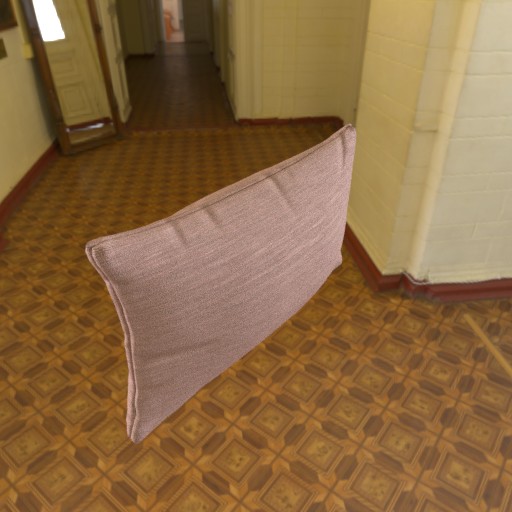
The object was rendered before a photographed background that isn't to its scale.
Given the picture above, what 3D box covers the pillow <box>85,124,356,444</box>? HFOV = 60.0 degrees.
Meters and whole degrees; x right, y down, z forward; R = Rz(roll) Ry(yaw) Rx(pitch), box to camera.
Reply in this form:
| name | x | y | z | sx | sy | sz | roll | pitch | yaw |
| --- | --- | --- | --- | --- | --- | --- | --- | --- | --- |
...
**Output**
| name | x | y | z | sx | sy | sz | roll | pitch | yaw |
| --- | --- | --- | --- | --- | --- | --- | --- | --- | --- |
| pillow | 0.000 | 0.000 | 0.788 | 0.210 | 0.338 | 0.633 | 22 | 38 | 31 |
